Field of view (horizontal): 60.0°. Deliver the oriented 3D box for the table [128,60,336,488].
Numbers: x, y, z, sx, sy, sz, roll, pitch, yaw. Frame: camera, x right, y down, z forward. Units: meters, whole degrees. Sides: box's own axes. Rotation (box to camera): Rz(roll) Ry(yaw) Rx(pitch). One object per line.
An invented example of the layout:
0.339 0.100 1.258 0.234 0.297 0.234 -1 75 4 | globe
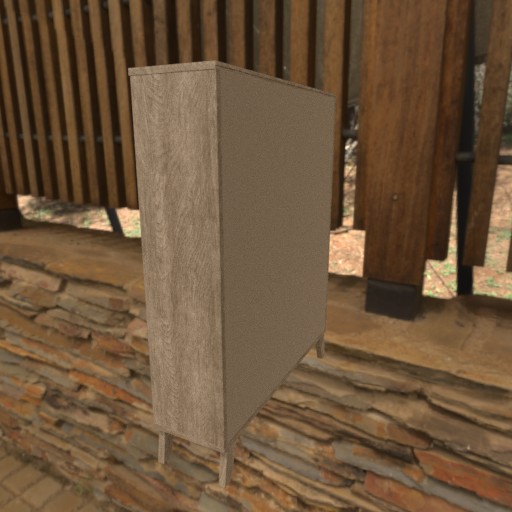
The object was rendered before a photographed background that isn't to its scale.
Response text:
0.000 0.000 1.565 0.256 1.135 0.902 7 17 26 | table
